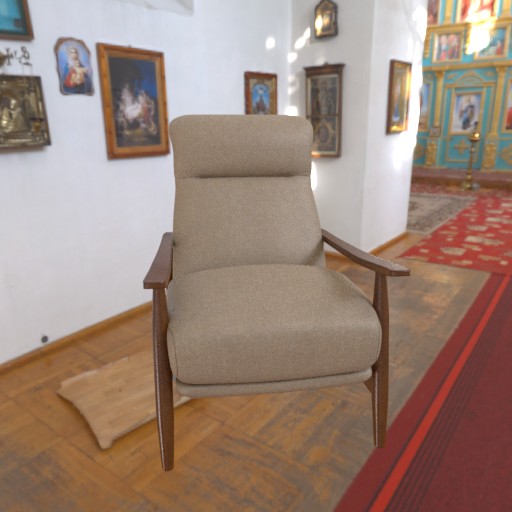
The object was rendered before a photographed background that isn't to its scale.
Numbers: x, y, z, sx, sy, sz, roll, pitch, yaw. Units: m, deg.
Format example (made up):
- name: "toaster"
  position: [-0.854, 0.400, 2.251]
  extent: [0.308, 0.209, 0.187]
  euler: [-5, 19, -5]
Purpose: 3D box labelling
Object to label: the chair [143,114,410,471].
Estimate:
- name: "chair"
  position: [0.000, 0.000, 1.739]
  extent: [0.762, 1.082, 1.030]
  euler: [-2, 16, -8]
